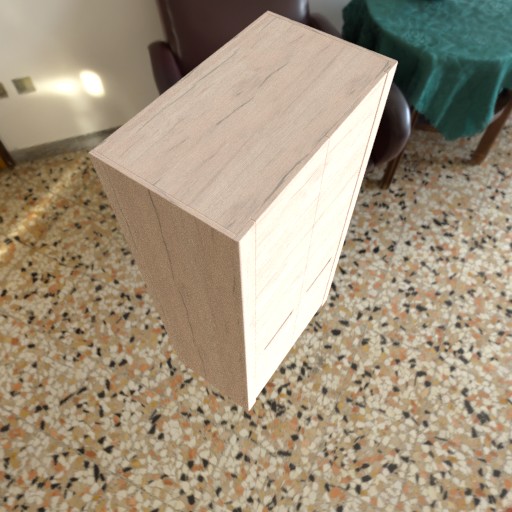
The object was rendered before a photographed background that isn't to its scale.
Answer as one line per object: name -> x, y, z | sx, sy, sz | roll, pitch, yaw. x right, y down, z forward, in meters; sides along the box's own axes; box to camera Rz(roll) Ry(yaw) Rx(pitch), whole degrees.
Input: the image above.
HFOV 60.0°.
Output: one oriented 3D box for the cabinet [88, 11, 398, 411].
cabinet -> 0.000, 0.000, 2.309 | 0.580, 1.930, 0.980 | 31, 63, 18
